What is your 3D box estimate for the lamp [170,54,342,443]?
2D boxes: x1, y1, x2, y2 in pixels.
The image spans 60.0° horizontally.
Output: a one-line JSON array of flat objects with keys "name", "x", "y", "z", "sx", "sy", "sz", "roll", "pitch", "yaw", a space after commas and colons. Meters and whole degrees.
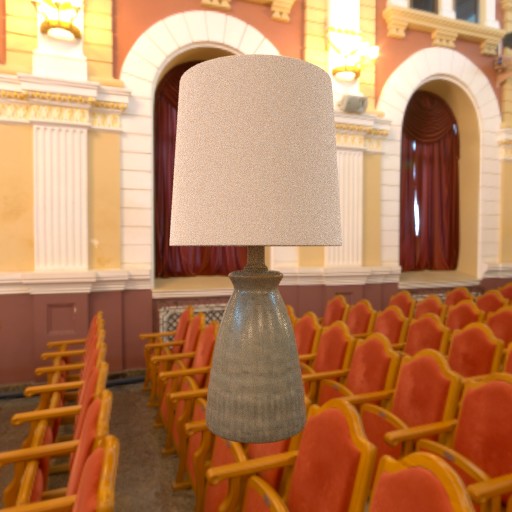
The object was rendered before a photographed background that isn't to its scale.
[{"name": "lamp", "x": 0.000, "y": 0.000, "z": 0.487, "sx": 0.186, "sy": 0.369, "sz": 0.186, "roll": 0, "pitch": 1, "yaw": 0}]
